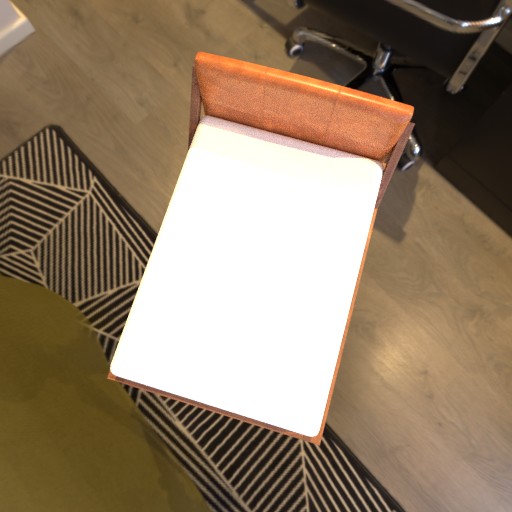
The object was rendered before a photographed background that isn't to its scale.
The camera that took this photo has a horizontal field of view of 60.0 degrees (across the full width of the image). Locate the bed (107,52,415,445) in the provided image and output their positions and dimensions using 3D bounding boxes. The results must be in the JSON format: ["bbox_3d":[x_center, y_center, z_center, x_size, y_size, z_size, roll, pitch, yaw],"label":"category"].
[{"bbox_3d":[0.000,0.000,3.254,1.651,1.168,2.311,16,77,4],"label":"bed"}]
